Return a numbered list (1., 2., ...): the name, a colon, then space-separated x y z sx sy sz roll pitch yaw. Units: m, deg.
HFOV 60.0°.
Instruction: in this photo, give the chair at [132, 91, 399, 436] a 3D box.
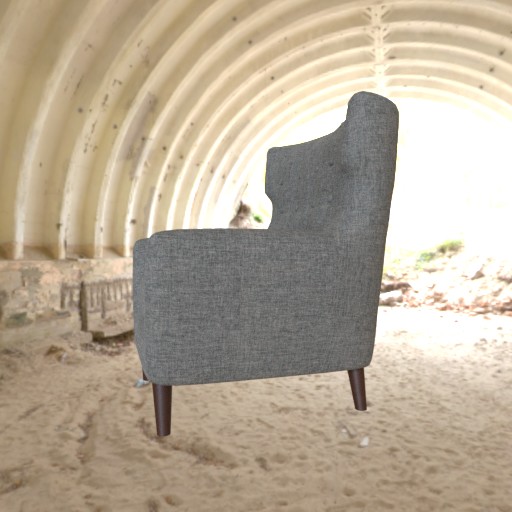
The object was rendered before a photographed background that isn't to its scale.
1. chair: 0.000 0.000 1.735 0.904 1.063 0.878 0 1 -18
